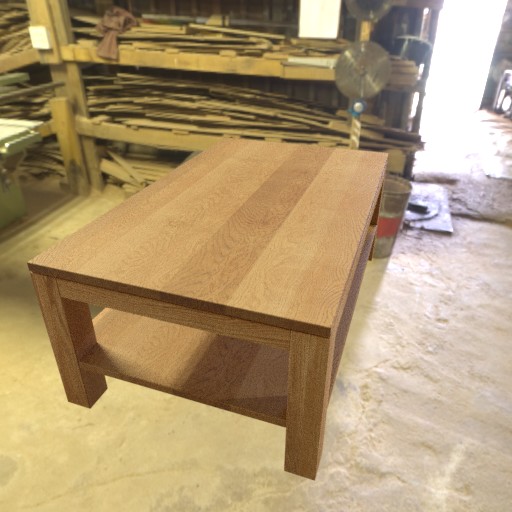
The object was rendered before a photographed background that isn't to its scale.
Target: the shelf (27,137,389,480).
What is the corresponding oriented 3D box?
[{"bbox_3d":[0.000,0.000,1.489,0.700,0.450,1.150,10,31,17],"label":"shelf"}]
